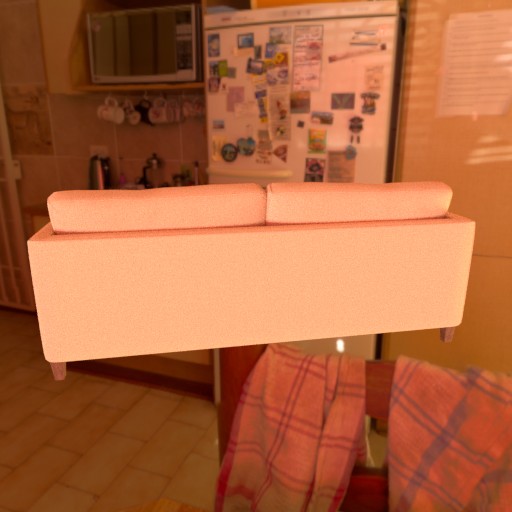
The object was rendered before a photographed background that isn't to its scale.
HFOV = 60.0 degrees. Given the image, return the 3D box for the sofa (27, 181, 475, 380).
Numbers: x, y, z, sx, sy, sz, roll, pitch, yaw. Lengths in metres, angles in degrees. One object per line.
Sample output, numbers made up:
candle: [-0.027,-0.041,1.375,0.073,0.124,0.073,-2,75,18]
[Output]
sofa: [0.000,0.000,2.772,2.361,0.968,0.951,-3,17,-10]
